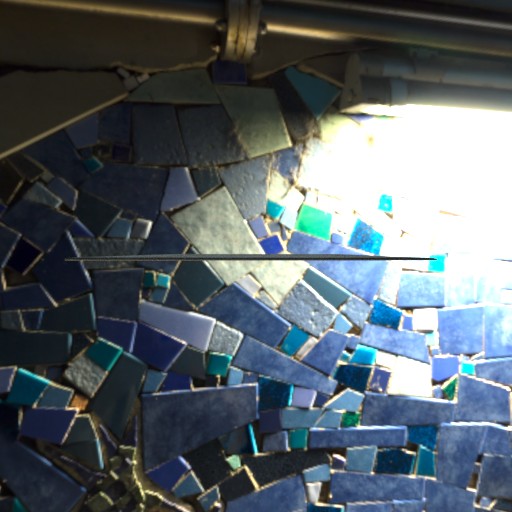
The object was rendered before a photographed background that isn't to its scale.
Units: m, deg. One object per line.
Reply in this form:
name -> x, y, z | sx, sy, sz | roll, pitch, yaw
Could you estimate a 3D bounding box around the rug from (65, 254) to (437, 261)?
rug -> 0.000, 0.000, 3.038 | 1.536, 0.012, 2.431 | 0, 1, 1
